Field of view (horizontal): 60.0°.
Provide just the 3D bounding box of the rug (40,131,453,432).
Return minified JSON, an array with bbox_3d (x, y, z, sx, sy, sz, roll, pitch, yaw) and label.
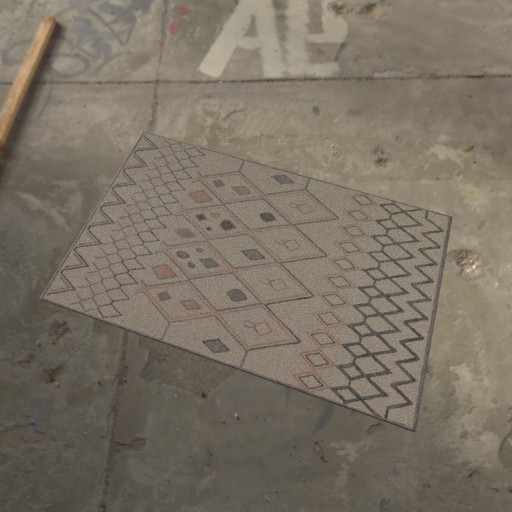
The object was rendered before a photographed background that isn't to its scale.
[{"bbox_3d":[0.000,0.000,3.015,2.438,0.015,1.524,17,64,9],"label":"rug"}]
